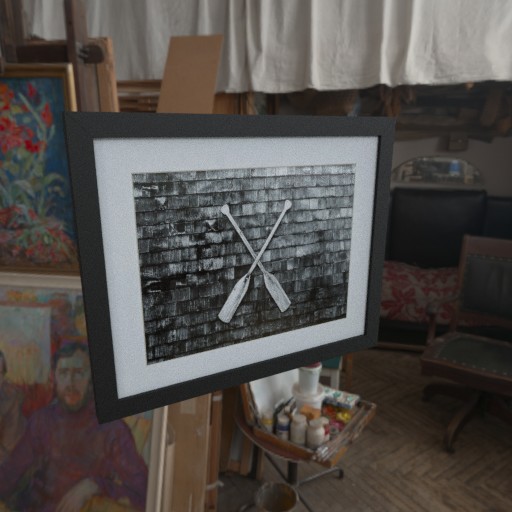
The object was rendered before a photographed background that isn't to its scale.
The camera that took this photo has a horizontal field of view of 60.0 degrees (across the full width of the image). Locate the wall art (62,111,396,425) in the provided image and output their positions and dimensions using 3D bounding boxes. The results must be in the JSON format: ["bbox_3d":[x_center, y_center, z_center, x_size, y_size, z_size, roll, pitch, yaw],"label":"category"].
[{"bbox_3d":[0.000,0.000,0.753,0.558,0.457,0.029,-8,18,-27],"label":"wall art"}]
